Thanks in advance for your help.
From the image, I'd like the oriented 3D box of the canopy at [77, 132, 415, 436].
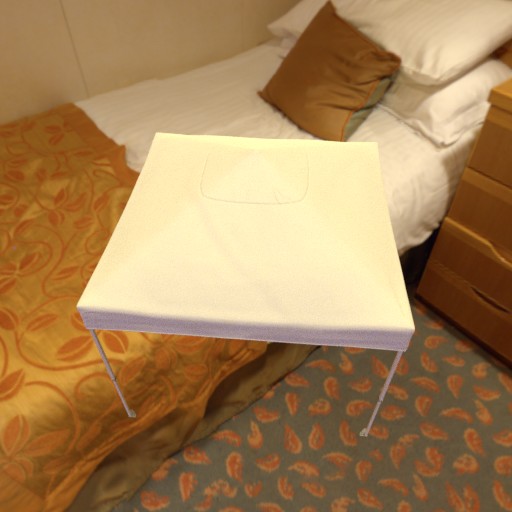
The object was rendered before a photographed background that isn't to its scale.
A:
[{"bbox_3d":[0.000,0.000,5.423,2.996,2.997,2.998,3,46,3],"label":"canopy"}]
